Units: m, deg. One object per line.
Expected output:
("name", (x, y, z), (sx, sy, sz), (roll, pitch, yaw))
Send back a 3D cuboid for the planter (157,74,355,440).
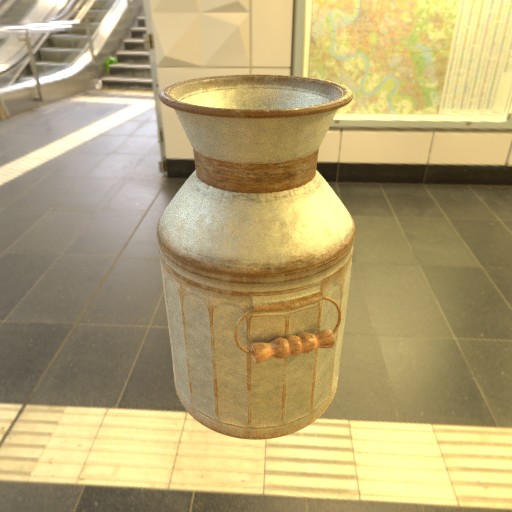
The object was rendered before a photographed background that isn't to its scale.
("planter", (0.000, 0.000, 0.500), (0.215, 0.358, 0.248), (-8, 32, -14))
